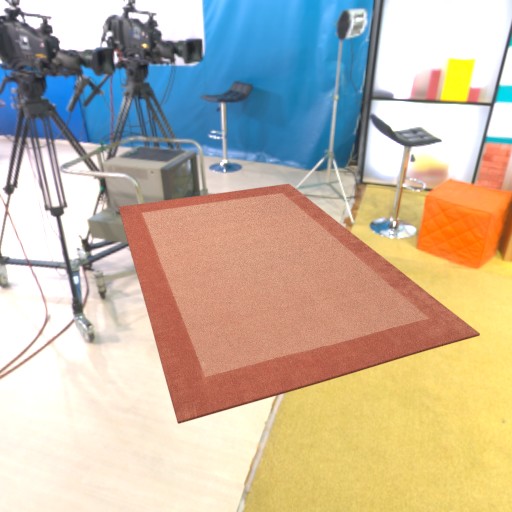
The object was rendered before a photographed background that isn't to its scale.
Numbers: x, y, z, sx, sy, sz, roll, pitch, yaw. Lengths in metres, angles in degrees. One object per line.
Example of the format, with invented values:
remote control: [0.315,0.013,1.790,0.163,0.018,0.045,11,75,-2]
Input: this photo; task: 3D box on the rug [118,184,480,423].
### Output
rug: [0.000,0.000,2.323,1.219,0.014,1.829,-11,31,-18]
